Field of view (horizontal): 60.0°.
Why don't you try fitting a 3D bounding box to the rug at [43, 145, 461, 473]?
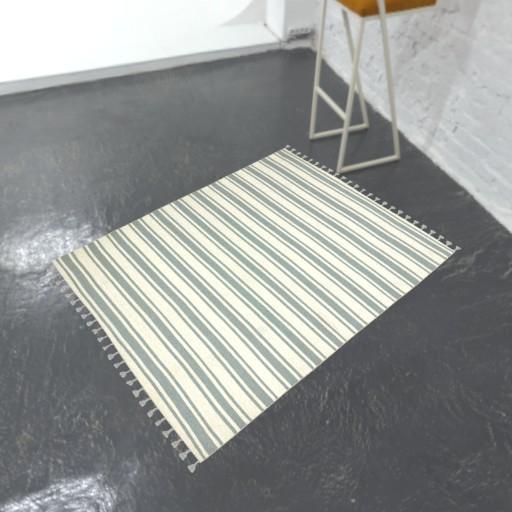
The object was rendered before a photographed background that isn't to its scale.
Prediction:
[{"bbox_3d":[0.000,0.000,4.230,3.201,0.005,2.439,-32,54,-27],"label":"rug"}]
